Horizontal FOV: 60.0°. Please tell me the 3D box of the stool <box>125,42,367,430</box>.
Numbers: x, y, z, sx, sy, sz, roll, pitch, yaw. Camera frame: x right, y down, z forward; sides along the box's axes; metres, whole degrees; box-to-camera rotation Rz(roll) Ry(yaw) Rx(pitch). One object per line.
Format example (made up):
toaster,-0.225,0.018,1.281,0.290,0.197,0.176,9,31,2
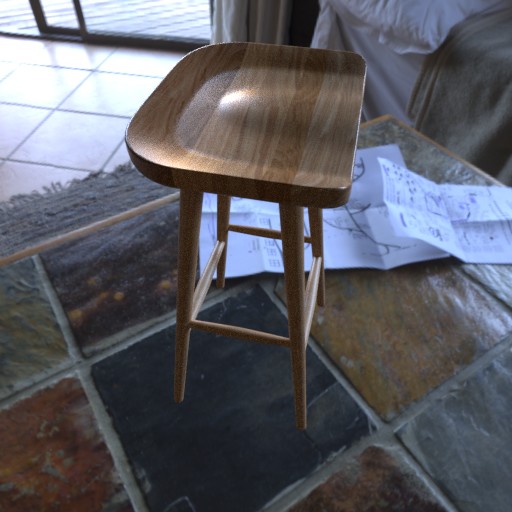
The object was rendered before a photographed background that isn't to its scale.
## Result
stool,0.000,0.000,0.922,0.322,0.698,0.407,9,47,9
